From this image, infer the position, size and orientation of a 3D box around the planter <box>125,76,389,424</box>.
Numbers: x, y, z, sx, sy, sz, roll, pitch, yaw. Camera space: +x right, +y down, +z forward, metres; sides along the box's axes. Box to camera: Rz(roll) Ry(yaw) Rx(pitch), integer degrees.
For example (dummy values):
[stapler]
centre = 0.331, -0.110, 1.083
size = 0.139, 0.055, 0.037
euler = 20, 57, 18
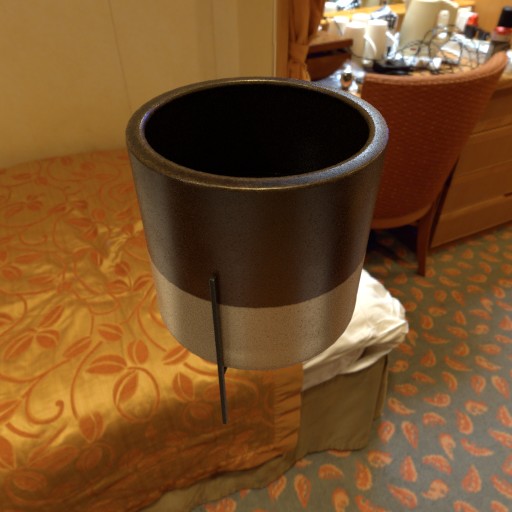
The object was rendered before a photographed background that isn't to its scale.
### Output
[planter]
centre = 0.000, 0.000, 0.732
size = 0.345, 0.465, 0.354
euler = 12, 42, 13
